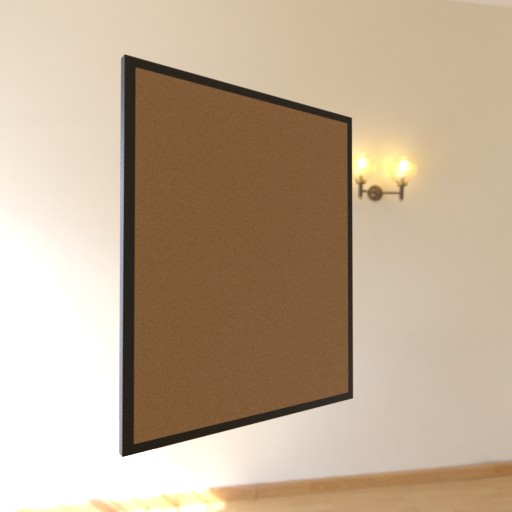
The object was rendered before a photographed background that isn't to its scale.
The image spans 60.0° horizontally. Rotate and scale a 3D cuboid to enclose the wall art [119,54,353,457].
[{"bbox_3d":[0.000,0.000,0.785,0.481,0.582,0.018,1,-1,-36],"label":"wall art"}]
